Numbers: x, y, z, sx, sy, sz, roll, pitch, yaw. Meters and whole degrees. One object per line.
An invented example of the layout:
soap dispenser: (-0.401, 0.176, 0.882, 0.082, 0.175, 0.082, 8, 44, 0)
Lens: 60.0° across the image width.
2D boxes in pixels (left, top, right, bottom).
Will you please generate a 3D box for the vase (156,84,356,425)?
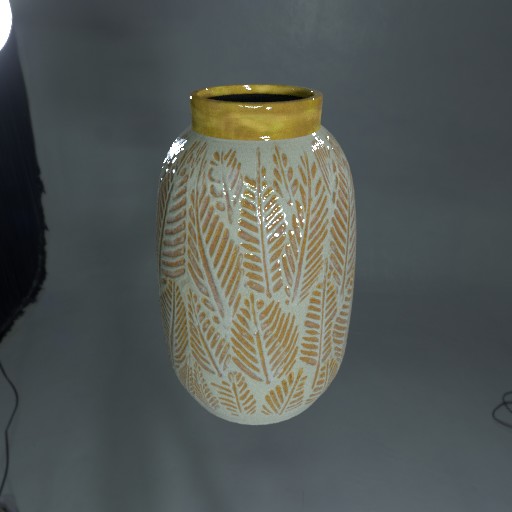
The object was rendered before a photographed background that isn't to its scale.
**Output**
vase: (0.000, 0.000, 0.386, 0.172, 0.270, 0.172, 0, 28, 0)
